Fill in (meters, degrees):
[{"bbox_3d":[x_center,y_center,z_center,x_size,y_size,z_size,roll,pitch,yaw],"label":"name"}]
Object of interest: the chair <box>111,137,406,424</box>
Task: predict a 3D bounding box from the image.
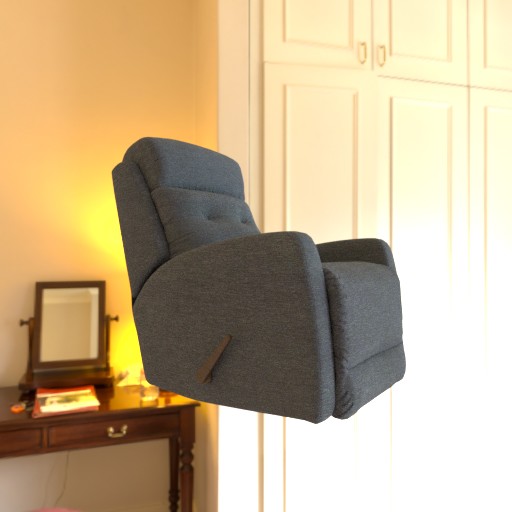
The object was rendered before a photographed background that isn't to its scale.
[{"bbox_3d":[0.000,0.000,1.763,1.043,1.013,0.798,0,0,36],"label":"chair"}]
